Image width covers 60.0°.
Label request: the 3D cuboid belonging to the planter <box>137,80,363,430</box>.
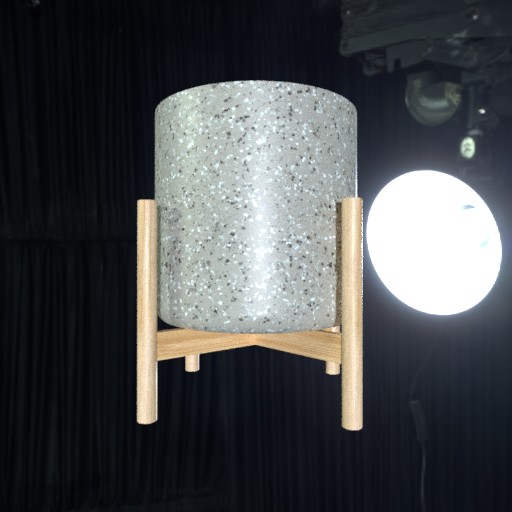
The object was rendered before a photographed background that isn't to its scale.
[{"bbox_3d":[0.000,0.000,0.681,0.360,0.419,0.360,0,0,-18],"label":"planter"}]
